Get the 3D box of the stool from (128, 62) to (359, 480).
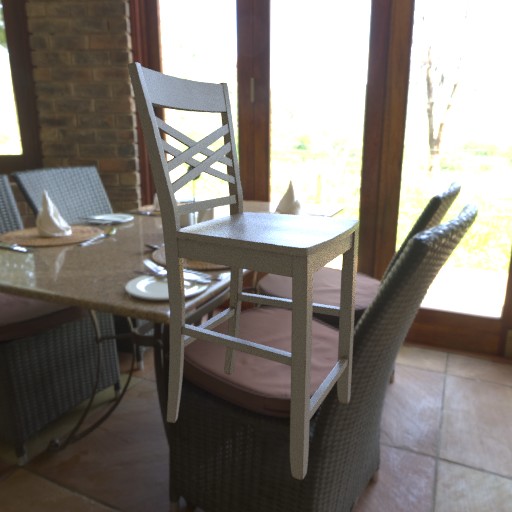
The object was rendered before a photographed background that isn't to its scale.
[{"bbox_3d":[0.000,0.000,1.362,0.539,1.079,0.462,7,16,27],"label":"stool"}]
